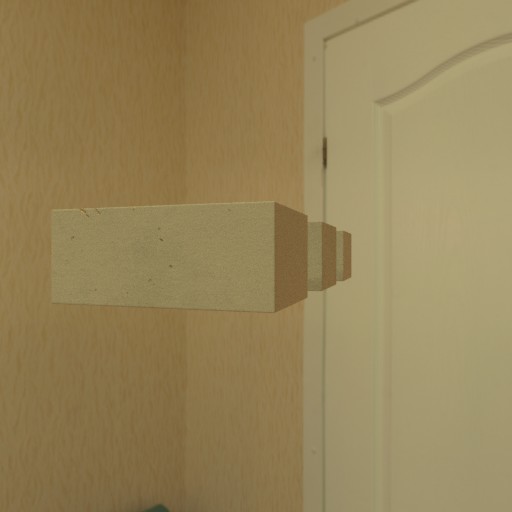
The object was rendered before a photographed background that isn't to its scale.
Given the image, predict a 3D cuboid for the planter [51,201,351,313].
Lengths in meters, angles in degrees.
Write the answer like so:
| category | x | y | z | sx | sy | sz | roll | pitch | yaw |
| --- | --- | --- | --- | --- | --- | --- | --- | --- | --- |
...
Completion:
| category | x | y | z | sx | sy | sz | roll | pitch | yaw |
| --- | --- | --- | --- | --- | --- | --- | --- | --- | --- |
| planter | 0.000 | 0.000 | 0.381 | 0.127 | 0.051 | 0.333 | 0 | 0 | 18 |
